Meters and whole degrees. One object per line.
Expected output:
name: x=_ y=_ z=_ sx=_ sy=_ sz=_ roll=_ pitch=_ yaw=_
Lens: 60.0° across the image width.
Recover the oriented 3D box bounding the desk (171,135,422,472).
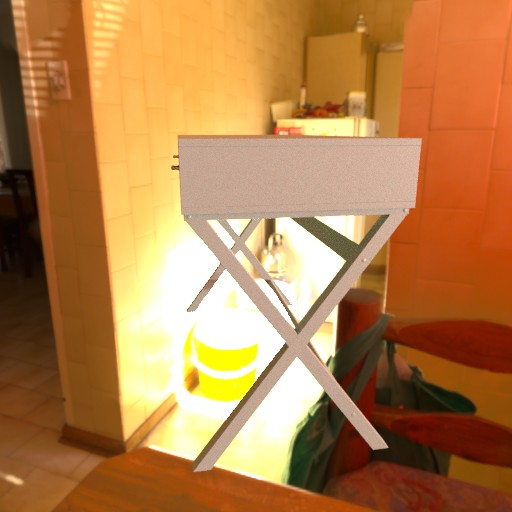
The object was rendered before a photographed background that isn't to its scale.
desk: x=0.000 y=0.000 z=1.493 sx=0.525 sy=0.780 sz=1.057 roll=-3 pitch=16 yaw=-9
